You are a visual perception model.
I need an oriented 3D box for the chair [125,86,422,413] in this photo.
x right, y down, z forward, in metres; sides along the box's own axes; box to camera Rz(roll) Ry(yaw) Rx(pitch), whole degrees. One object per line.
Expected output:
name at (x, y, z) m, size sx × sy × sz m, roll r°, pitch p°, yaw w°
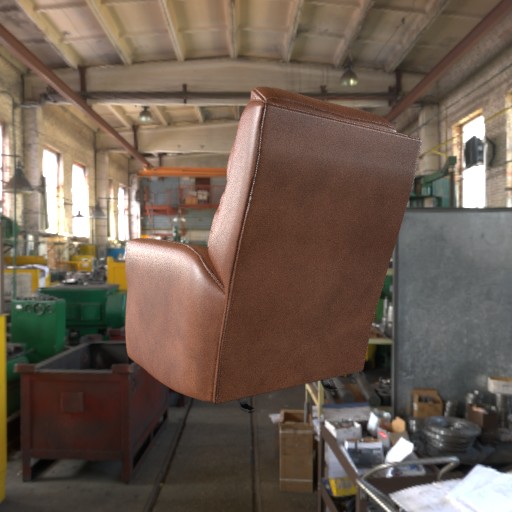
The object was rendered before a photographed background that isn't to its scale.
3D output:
chair at (0.000, 0.000, 1.769) m, size 0.821 × 1.016 × 1.072 m, roll 0°, pitch 1°, yaw -35°
